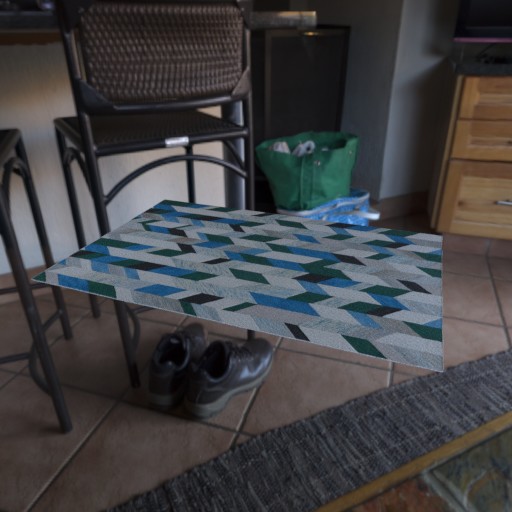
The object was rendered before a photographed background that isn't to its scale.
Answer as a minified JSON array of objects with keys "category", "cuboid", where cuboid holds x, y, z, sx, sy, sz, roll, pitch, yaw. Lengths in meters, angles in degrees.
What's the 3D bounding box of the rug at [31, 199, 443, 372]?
[{"category":"rug","cuboid":[0.000,0.000,2.315,1.827,0.005,1.229,9,28,18]}]
